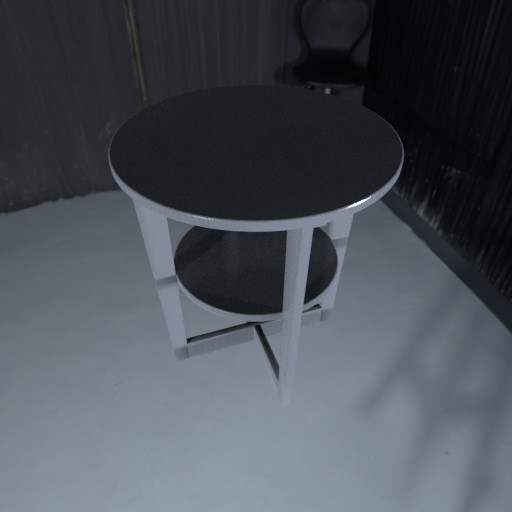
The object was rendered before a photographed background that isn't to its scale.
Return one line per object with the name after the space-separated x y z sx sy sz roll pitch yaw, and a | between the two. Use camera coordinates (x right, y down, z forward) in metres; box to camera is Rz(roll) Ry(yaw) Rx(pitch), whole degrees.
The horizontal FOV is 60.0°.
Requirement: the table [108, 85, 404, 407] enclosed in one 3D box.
0.000 0.000 0.951 0.500 0.550 0.500 0 41 0 | table
